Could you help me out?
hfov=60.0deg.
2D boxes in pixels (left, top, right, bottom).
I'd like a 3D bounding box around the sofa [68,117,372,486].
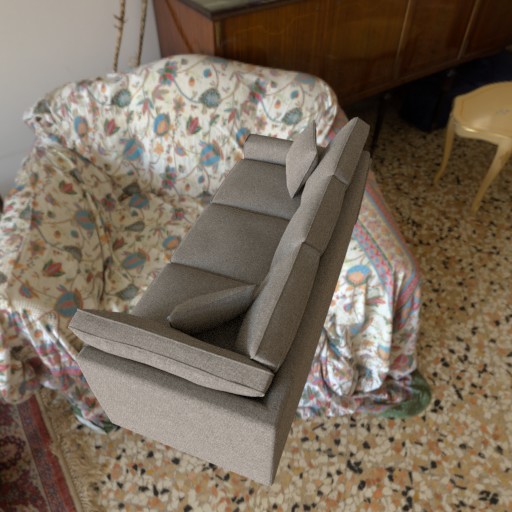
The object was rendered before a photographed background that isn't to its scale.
[{"bbox_3d":[0.000,0.000,2.863,1.061,0.962,2.317,15,48,14],"label":"sofa"}]
